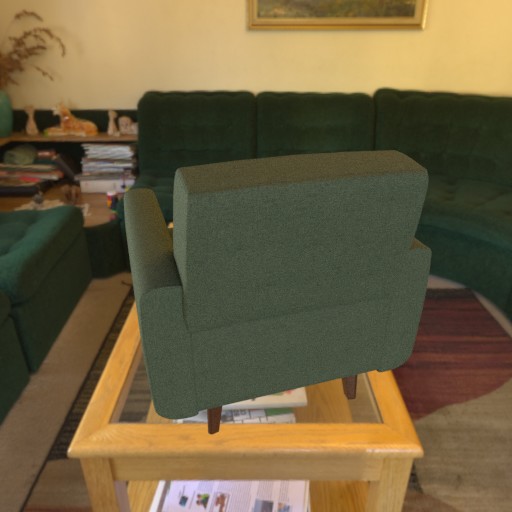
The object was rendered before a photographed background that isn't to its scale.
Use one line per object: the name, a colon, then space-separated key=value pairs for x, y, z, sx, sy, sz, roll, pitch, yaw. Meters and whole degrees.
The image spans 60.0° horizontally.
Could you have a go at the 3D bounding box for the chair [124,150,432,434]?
chair: x=0.000 y=0.000 z=1.523 sx=0.831 sy=0.841 sz=0.909 roll=-8 pitch=28 yaw=-16
